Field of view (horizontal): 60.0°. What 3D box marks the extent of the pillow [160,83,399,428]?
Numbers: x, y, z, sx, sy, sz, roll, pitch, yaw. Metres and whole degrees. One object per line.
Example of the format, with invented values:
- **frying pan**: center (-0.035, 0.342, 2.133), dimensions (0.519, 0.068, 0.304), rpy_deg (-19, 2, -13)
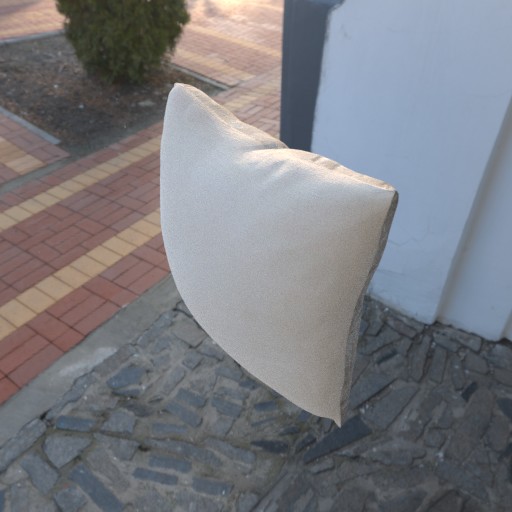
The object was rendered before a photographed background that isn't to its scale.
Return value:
- **pillow**: center (0.000, 0.000, 0.729), dimensions (0.245, 0.448, 0.450), rpy_deg (-26, 46, -28)
